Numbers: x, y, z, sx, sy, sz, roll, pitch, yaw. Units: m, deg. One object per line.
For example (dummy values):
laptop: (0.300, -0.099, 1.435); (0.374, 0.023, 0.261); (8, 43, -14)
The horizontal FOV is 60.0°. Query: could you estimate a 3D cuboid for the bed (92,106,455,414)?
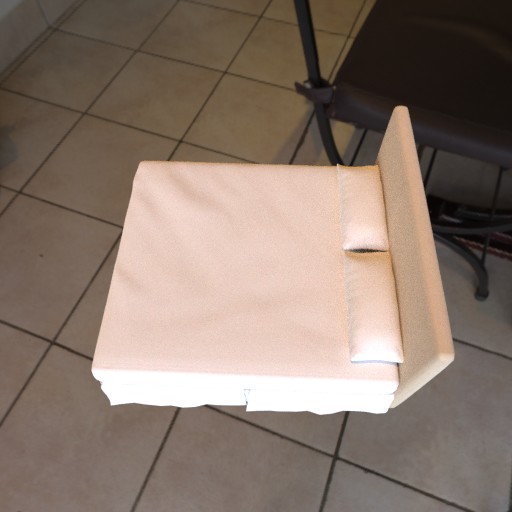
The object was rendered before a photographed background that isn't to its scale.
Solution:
bed: (0.000, 0.000, 3.503); (2.319, 1.317, 2.119); (2, 59, 1)
